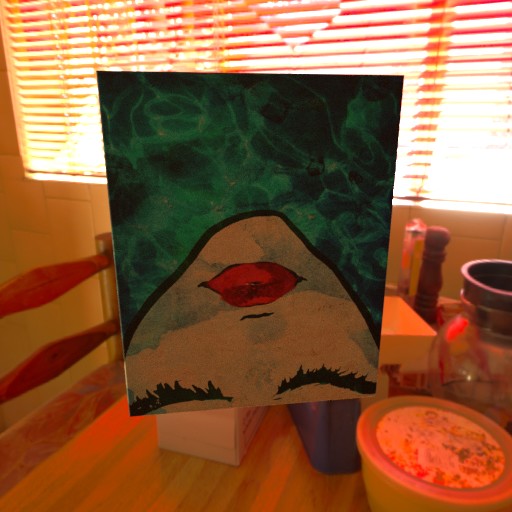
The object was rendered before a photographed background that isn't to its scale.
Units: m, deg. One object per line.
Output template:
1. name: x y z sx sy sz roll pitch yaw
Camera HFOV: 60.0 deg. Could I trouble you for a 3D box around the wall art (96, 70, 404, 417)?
1. wall art: 0.000 0.000 0.995 0.609 0.760 0.038 -2 17 -7
